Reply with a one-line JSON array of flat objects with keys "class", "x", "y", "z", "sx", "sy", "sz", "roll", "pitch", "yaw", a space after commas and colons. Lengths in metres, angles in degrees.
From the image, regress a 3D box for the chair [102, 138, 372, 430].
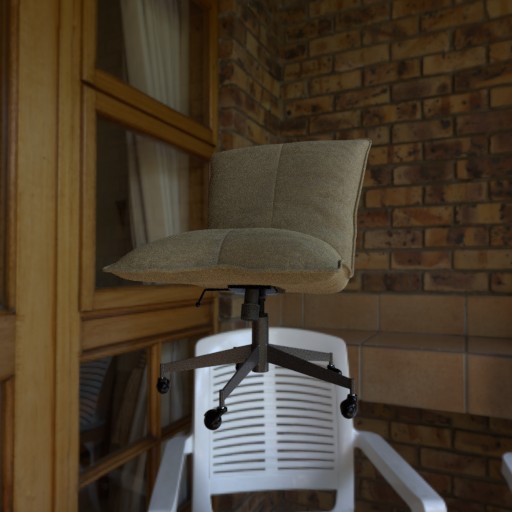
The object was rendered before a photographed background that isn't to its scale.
[{"class": "chair", "x": 0.000, "y": 0.000, "z": 1.278, "sx": 0.597, "sy": 0.811, "sz": 0.696, "roll": 0, "pitch": -1, "yaw": 19}]
